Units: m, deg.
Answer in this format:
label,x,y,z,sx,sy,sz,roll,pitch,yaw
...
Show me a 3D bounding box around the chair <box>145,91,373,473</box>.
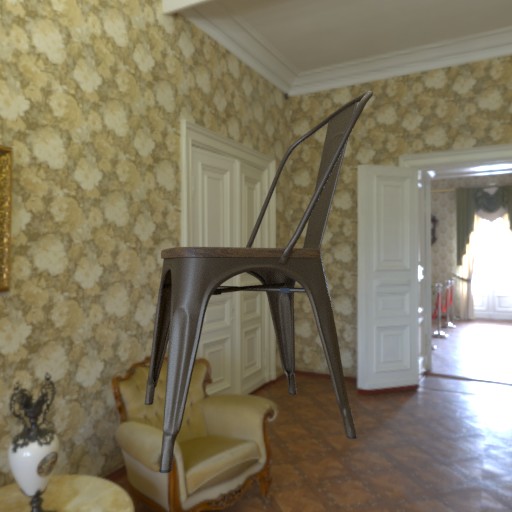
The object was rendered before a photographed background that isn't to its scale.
label,x,y,z,sx,sy,sz,roll,pitch,yaw
chair,0.000,0.000,1.151,0.532,0.844,0.451,0,-1,-18
